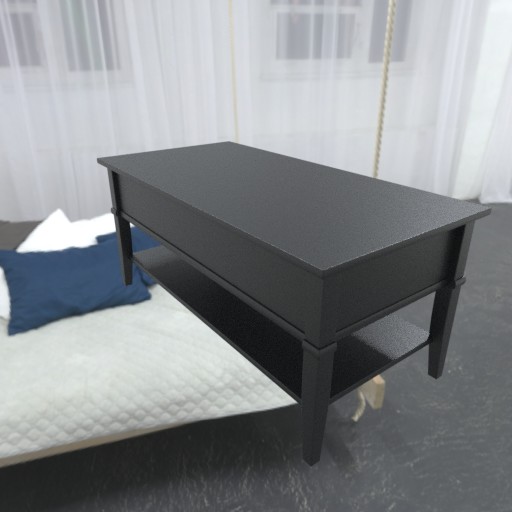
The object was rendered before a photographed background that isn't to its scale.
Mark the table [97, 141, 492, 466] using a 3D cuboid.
[{"bbox_3d":[0.000,0.000,1.314,0.523,0.470,1.044,-17,30,-33],"label":"table"}]
